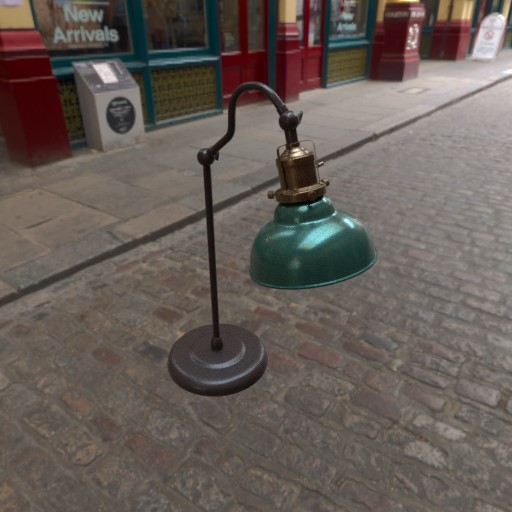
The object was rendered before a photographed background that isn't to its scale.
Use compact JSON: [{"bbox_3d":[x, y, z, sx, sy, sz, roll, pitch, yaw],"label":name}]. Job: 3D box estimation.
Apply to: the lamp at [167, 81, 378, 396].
[{"bbox_3d":[0.000,0.000,0.690,0.374,0.508,0.192,19,33,32],"label":"lamp"}]
